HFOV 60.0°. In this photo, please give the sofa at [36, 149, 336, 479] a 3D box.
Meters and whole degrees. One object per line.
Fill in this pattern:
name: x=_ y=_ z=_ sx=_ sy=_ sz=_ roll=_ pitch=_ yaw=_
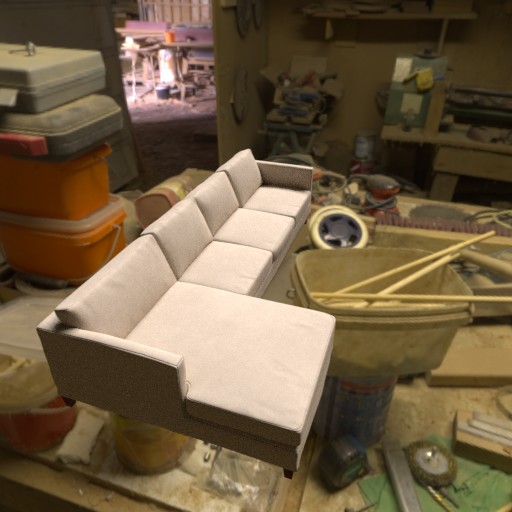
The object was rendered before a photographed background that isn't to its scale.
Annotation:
sofa: x=0.000 y=0.000 z=3.752 sx=1.625 sy=0.846 sz=3.186 roll=10 pitch=33 yaw=17
